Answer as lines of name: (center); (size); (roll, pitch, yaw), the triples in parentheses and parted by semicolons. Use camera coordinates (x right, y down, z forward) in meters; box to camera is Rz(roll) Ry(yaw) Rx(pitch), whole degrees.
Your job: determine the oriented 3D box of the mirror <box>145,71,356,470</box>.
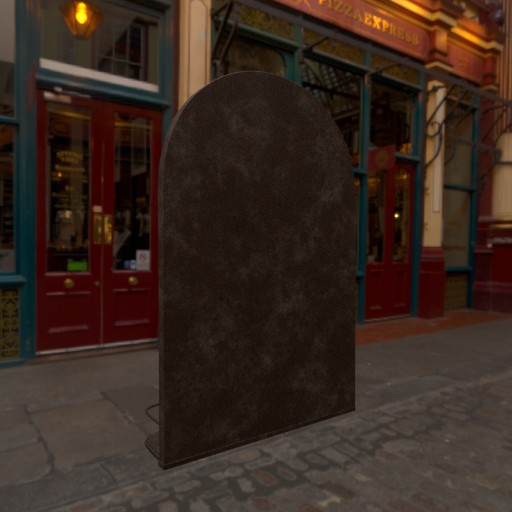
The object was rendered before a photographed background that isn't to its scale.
mirror: (0.000, 0.000, 0.998); (0.510, 0.770, 0.137); (-1, 1, -35)
